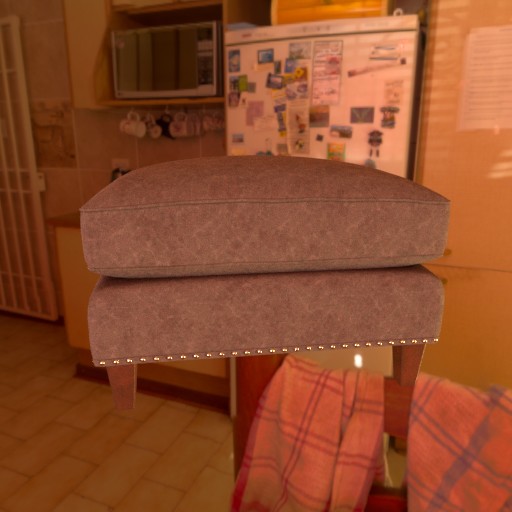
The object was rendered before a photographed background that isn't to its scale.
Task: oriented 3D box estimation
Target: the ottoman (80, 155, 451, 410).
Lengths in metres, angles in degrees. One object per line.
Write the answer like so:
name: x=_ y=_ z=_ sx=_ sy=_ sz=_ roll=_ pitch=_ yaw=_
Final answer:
ottoman: x=0.000 y=0.000 z=1.160 sx=0.741 sy=0.513 sz=0.584 roll=-2 pitch=15 yaw=-8
